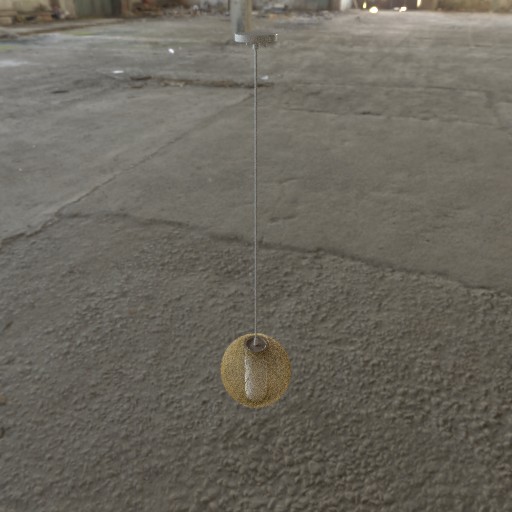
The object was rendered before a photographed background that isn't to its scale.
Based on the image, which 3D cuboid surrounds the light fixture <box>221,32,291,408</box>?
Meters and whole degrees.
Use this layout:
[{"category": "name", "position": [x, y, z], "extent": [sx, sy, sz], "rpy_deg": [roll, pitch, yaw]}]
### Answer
[{"category": "light fixture", "position": [0.000, 0.000, 2.175], "extent": [0.407, 1.955, 0.406], "rpy_deg": [10, 33, 16]}]
